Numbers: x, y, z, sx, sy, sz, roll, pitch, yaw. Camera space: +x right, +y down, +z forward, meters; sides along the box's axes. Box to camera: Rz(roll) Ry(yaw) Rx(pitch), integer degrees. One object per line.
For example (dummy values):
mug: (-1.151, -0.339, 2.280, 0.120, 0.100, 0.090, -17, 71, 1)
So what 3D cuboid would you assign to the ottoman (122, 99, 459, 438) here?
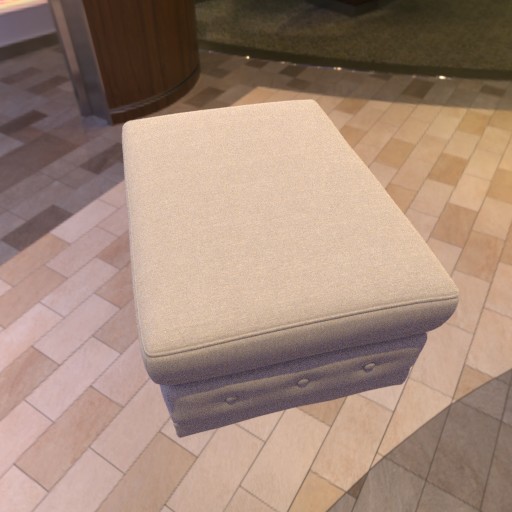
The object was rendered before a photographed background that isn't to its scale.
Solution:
ottoman: (0.000, 0.000, 1.127, 0.569, 0.500, 0.771, -10, 46, -10)
